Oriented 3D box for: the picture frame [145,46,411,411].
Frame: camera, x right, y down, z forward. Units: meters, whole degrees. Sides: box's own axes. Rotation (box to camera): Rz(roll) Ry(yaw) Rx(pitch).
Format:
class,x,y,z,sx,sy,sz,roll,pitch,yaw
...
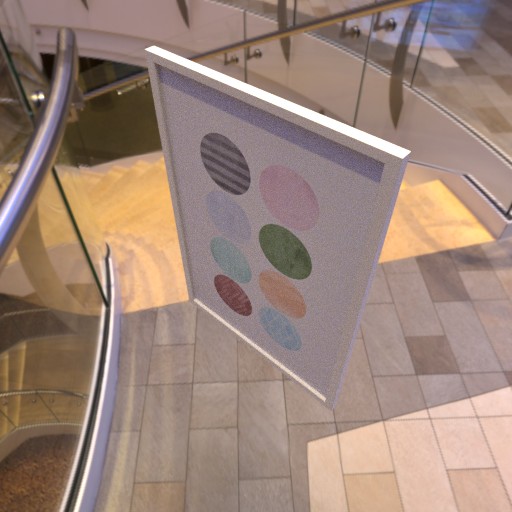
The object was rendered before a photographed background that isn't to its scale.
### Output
class,x,y,z,sx,sy,sz,roll,pitch,yaw
picture frame,0.000,0.000,0.561,0.305,0.434,0.013,33,55,27
